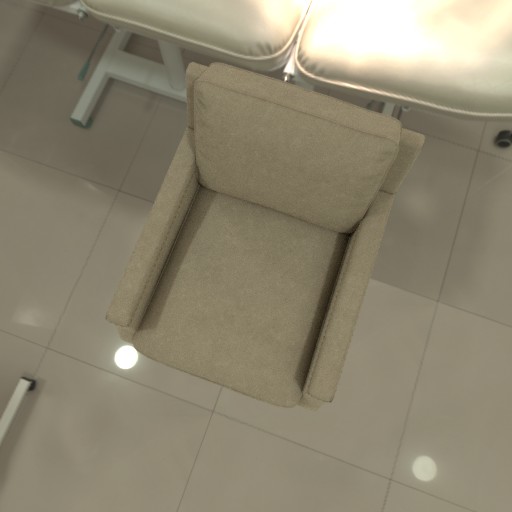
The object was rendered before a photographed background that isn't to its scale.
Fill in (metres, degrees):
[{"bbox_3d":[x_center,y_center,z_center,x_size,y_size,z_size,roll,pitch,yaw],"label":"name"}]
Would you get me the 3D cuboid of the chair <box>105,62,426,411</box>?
[{"bbox_3d":[0.000,0.000,1.710,0.853,0.943,1.014,19,77,4],"label":"chair"}]
